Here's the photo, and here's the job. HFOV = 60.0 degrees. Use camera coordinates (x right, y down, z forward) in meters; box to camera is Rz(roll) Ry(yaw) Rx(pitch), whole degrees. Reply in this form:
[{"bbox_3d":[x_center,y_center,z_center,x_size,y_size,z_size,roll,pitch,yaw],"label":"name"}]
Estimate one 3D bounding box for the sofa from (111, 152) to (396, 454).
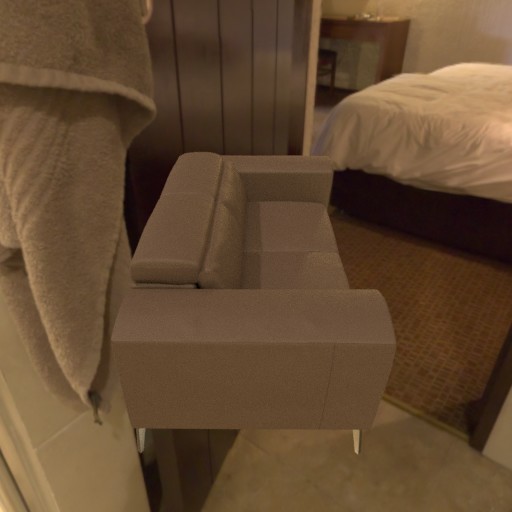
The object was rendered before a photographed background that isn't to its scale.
[{"bbox_3d":[0.000,0.000,2.413,1.003,0.779,1.895,0,32,0],"label":"sofa"}]
